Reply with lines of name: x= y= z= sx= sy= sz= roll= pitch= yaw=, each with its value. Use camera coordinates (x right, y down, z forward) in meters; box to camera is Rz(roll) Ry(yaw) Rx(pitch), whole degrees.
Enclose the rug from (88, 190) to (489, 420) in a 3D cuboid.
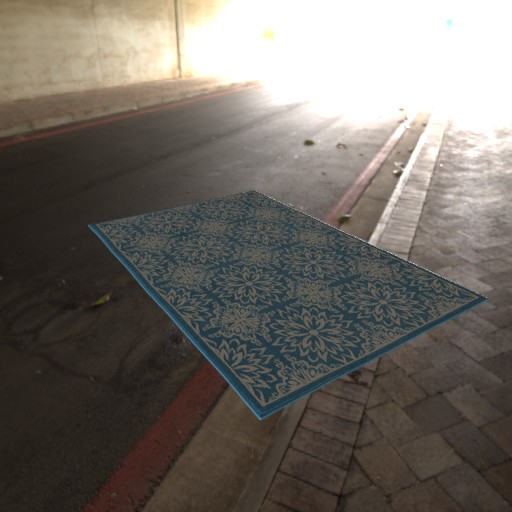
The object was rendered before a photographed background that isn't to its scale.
rug: x=0.000 y=0.000 z=2.304 sx=1.211 sy=0.012 sz=1.833 roll=-17 pitch=31 yaw=-30
